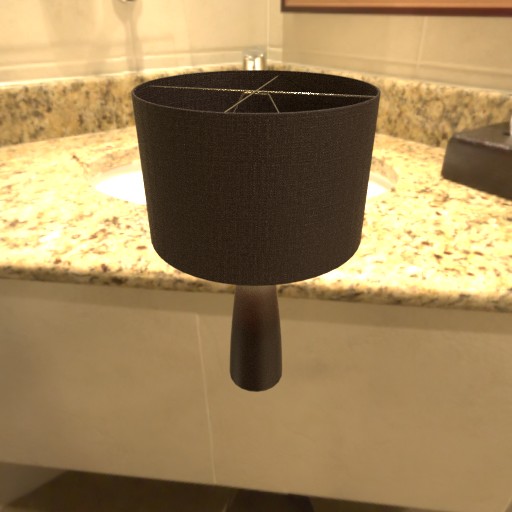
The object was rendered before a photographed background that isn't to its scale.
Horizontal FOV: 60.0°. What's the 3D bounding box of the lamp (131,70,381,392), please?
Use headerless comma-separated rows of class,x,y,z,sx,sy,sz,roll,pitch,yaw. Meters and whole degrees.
lamp,0.000,0.000,0.675,0.303,0.488,0.303,0,30,0
